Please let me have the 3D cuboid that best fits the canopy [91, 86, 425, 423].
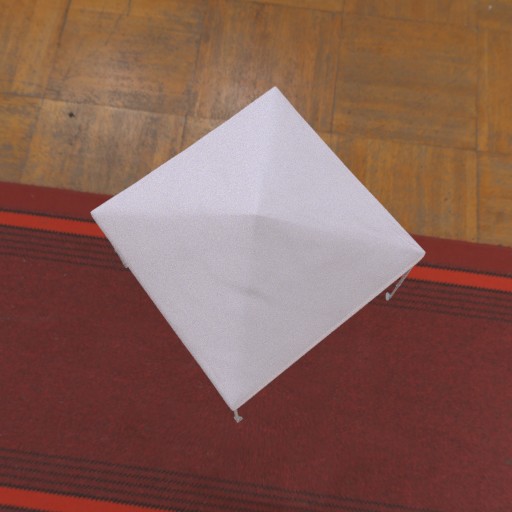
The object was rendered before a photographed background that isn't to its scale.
[{"bbox_3d":[0.000,0.000,5.215,2.849,2.850,2.850,-37,78,-9],"label":"canopy"}]
